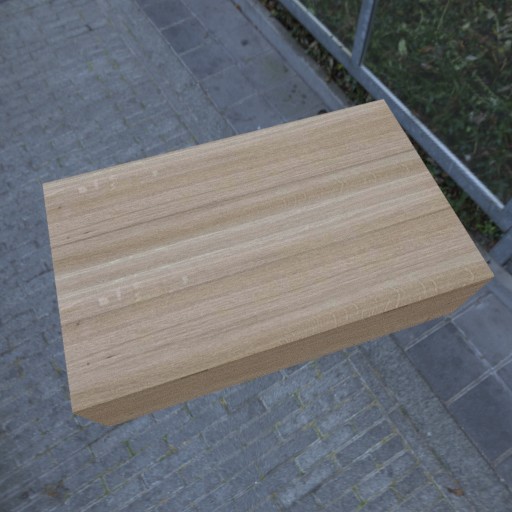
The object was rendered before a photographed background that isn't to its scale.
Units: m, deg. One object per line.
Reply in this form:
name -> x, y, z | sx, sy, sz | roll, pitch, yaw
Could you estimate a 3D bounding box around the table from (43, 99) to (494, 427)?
table -> 0.000, 0.000, 1.398 | 1.110, 0.353, 0.678 | -16, 64, -8
